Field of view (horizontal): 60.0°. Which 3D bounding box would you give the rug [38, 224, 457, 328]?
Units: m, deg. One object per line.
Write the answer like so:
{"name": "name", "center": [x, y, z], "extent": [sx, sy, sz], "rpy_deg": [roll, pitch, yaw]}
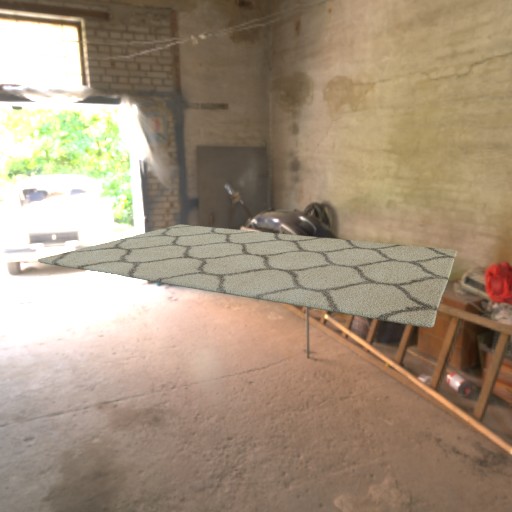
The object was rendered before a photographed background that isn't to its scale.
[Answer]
{"name": "rug", "center": [0.000, 0.000, 2.925], "extent": [2.348, 0.024, 1.501], "rpy_deg": [7, 15, 26]}
